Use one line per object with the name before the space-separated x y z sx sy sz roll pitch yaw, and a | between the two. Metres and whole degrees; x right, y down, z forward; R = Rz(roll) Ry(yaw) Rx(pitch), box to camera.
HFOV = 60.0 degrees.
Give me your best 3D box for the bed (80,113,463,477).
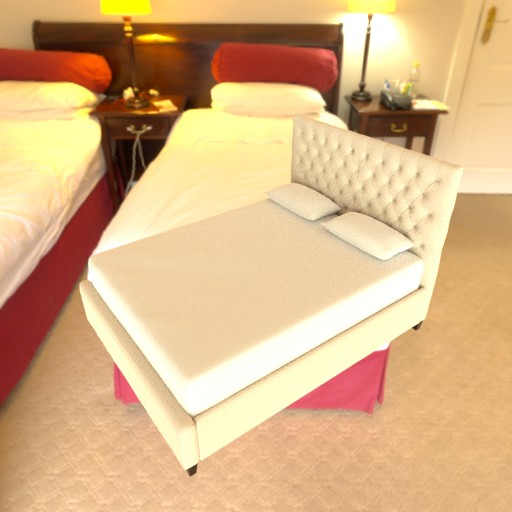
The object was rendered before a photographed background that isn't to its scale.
bed | 0.000 0.000 3.314 2.233 1.426 1.696 -22 38 -30
